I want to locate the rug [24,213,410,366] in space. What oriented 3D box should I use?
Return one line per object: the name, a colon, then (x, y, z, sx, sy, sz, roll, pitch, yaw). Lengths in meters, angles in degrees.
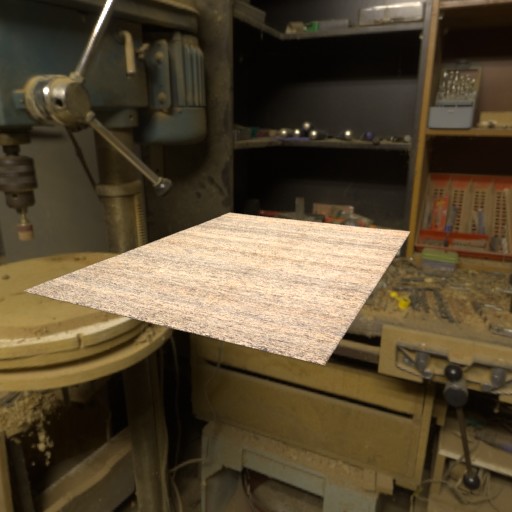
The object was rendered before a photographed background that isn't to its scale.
rug: (0.000, 0.000, 4.276, 2.414, 0.036, 3.199, 8, 19, 25)
